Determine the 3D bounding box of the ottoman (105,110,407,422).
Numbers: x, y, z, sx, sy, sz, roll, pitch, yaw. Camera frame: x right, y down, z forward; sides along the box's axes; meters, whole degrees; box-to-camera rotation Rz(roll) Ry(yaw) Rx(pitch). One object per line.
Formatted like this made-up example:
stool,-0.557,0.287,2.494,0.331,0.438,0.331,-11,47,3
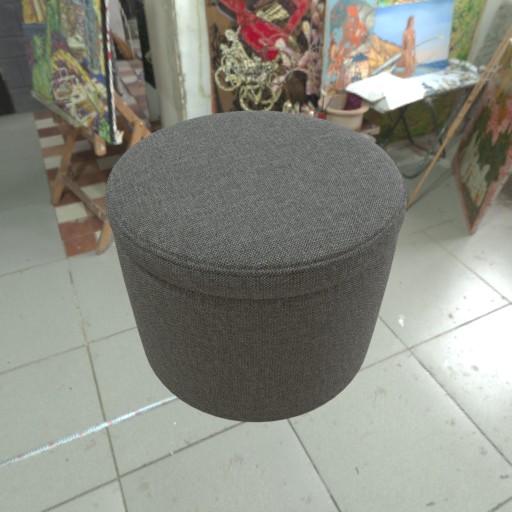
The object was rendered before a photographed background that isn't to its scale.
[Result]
ottoman,0.000,0.000,0.900,0.520,0.430,0.520,0,42,0
